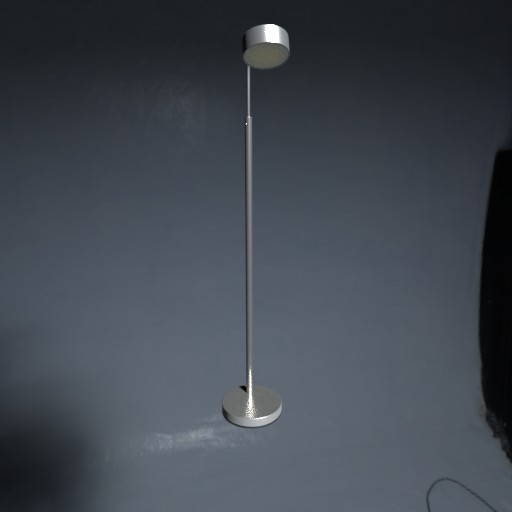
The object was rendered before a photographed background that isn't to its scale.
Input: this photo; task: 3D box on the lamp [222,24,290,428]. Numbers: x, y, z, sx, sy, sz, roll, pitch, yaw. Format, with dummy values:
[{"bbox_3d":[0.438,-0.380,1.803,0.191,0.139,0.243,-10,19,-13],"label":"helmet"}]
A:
[{"bbox_3d":[0.000,0.000,1.407,0.222,1.250,0.421,-2,15,-9],"label":"lamp"}]
